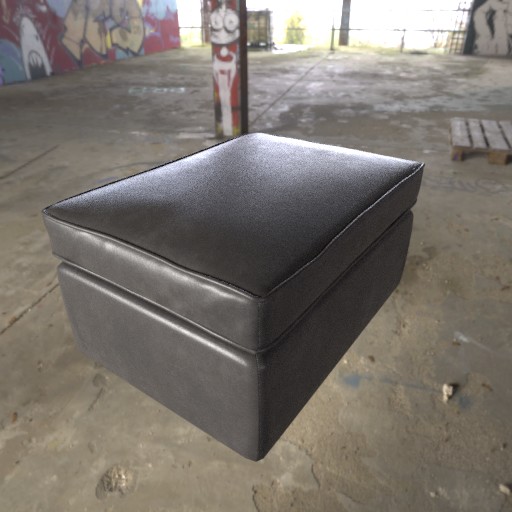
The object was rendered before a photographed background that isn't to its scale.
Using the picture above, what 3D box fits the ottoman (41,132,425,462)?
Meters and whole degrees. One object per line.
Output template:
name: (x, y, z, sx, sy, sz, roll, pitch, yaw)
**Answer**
ottoman: (0.000, 0.000, 1.095, 0.554, 0.445, 0.756, 20, 35, 30)
